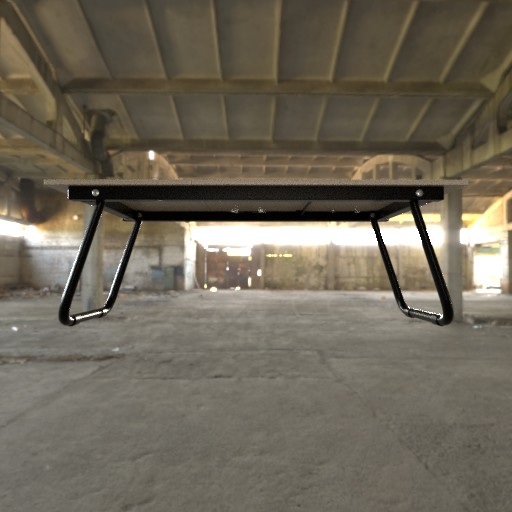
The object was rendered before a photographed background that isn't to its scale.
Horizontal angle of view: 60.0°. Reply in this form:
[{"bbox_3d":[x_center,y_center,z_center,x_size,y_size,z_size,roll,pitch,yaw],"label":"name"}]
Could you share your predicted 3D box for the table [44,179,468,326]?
[{"bbox_3d":[0.000,0.000,0.826,0.644,0.242,0.322,0,-2,0],"label":"table"}]
